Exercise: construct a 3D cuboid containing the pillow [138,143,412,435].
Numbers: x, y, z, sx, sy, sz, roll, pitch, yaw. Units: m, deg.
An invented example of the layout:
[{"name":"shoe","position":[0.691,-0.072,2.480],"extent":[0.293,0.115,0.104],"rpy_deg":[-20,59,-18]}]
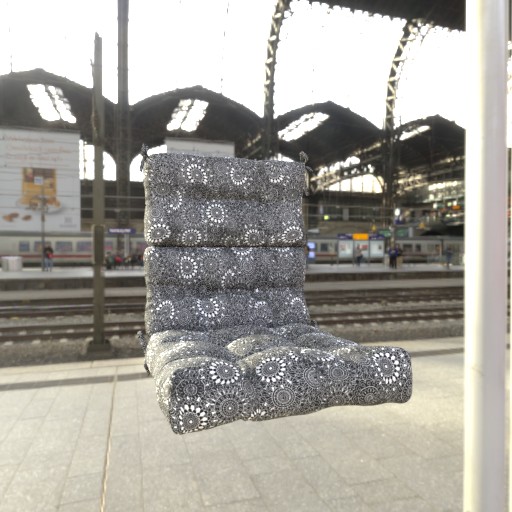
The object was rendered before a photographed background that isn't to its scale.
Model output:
[{"name":"pillow","position":[0.000,0.000,1.040],"extent":[0.519,0.605,0.571],"rpy_deg":[0,1,-18]}]
